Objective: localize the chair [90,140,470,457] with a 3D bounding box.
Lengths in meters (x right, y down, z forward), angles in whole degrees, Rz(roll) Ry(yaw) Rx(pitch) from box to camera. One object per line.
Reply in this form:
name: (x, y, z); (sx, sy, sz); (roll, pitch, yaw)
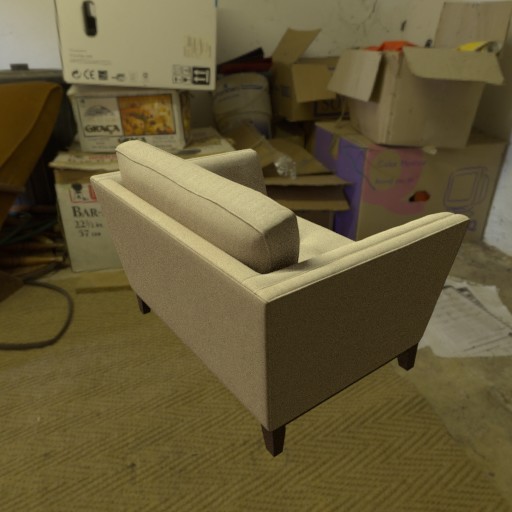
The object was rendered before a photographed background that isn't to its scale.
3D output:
chair: (0.000, 0.000, 2.013); (0.965, 0.940, 1.397); (-18, 32, -32)
